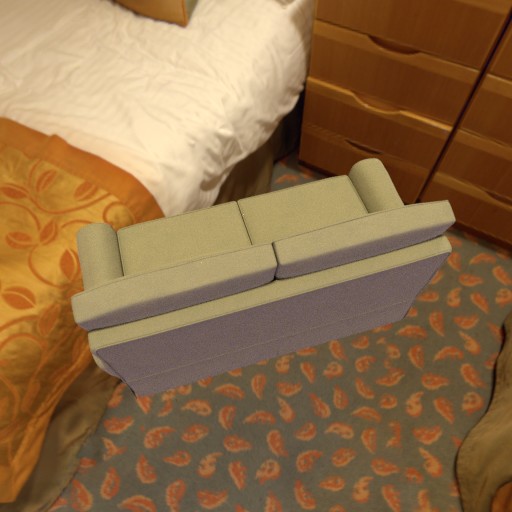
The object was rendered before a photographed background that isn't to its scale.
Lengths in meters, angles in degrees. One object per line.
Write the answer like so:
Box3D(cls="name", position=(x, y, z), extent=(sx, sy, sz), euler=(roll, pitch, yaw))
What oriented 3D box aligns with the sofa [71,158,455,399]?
Box3D(cls="sofa", position=(0.000, 0.000, 2.386), extent=(1.823, 1.024, 0.841), euler=(-15, 60, -9))
